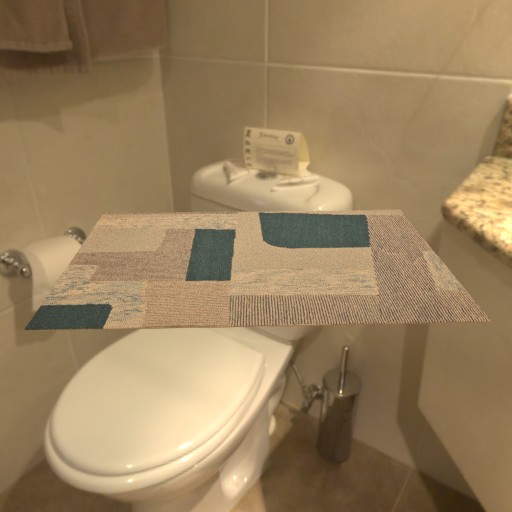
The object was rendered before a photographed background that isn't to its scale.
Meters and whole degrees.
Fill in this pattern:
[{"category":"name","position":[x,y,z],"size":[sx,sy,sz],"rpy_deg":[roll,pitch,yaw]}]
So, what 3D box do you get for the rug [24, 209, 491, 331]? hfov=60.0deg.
[{"category":"rug","position":[0.000,0.000,2.970],"size":[2.436,0.015,1.521],"rpy_deg":[-1,29,-2]}]
